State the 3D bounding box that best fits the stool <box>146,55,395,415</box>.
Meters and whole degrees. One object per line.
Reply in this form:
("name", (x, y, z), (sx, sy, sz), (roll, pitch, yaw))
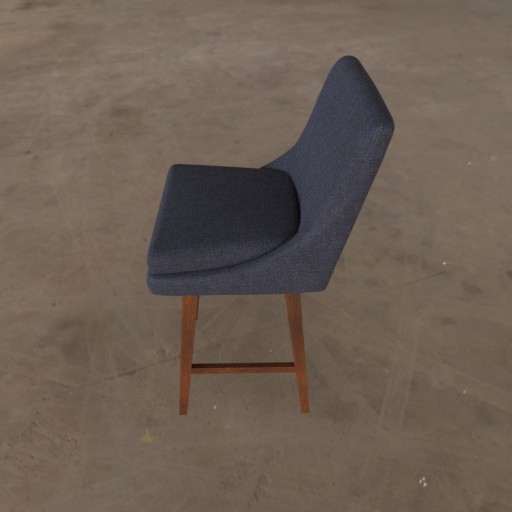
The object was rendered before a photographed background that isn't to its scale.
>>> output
("stool", (0.000, 0.000, 1.374), (0.572, 1.068, 0.489), (-1, 42, -1))
